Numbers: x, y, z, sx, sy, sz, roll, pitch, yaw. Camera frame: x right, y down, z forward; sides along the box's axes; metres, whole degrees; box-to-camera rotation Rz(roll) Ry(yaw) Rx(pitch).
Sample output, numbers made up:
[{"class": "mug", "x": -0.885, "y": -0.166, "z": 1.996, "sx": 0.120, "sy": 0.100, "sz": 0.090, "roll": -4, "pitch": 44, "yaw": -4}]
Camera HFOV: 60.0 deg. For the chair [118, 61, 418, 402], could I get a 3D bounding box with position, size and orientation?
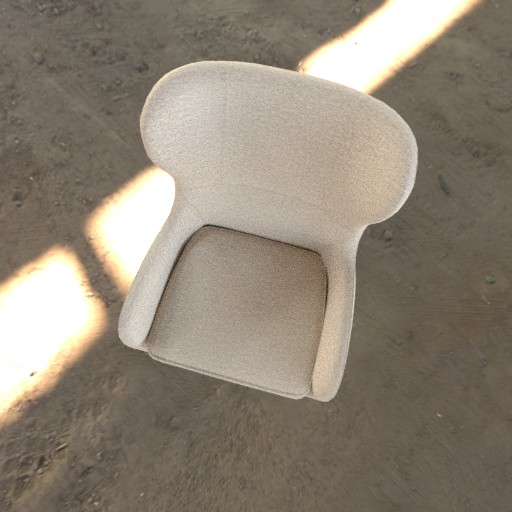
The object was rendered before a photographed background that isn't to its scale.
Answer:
[{"class": "chair", "x": 0.000, "y": 0.000, "z": 1.753, "sx": 0.861, "sy": 1.064, "sz": 0.984, "roll": 15, "pitch": 75, "yaw": 4}]
